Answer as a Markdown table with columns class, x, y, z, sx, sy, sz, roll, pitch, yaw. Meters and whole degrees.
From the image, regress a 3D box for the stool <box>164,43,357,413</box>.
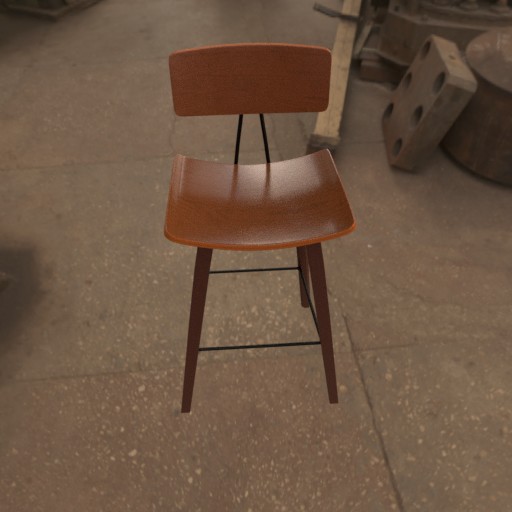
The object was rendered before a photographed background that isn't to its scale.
| class | x | y | z | sx | sy | sz | roll | pitch | yaw |
| --- | --- | --- | --- | --- | --- | --- | --- | --- | --- |
| stool | 0.000 | 0.000 | 1.225 | 0.509 | 0.969 | 0.440 | -3 | 47 | -3 |
